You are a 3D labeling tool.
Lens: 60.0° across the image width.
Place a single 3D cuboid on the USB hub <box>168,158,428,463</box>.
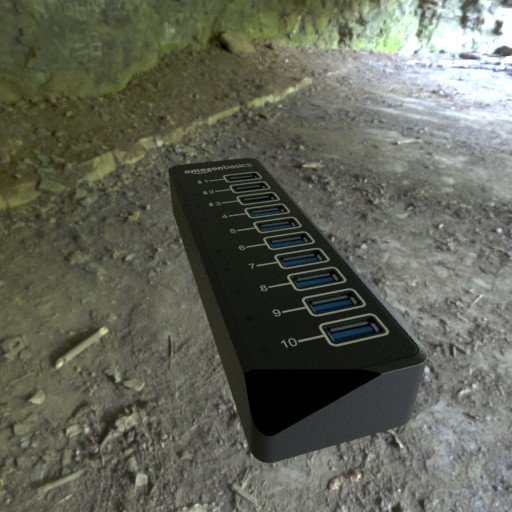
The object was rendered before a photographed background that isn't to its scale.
[{"bbox_3d":[0.000,0.000,0.162,0.044,0.023,0.145,-9,33,-14],"label":"USB hub"}]
